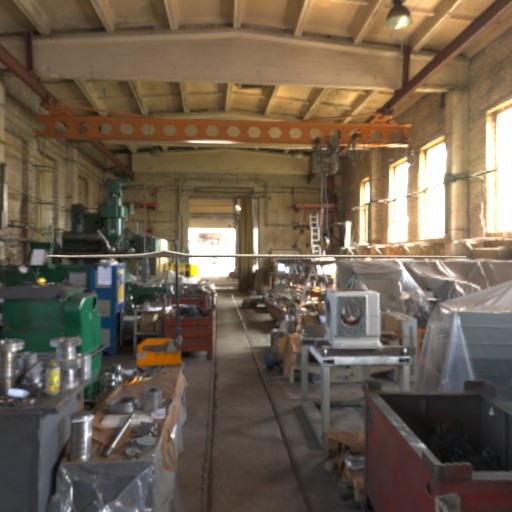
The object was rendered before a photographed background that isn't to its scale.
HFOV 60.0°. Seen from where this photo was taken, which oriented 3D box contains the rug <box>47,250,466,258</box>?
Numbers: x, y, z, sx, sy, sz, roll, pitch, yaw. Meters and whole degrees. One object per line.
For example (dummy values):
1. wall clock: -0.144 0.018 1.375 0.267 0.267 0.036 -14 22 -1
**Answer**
1. rug: 0.000 0.000 3.879 2.897 0.035 2.277 0 0 -38
